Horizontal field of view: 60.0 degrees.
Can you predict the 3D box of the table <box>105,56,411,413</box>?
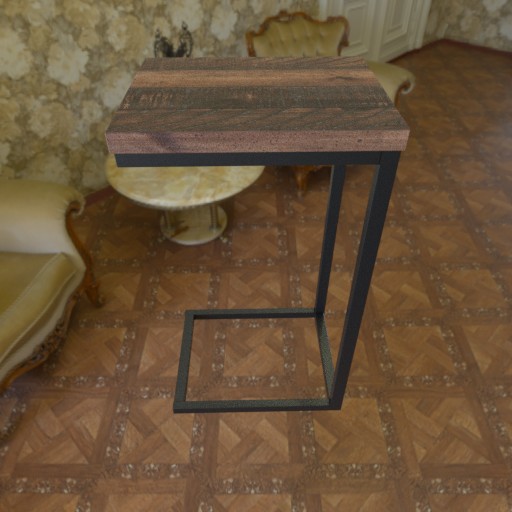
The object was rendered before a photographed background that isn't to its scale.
[{"bbox_3d":[0.000,0.000,0.951,0.414,0.718,0.323,-1,41,-1],"label":"table"}]
